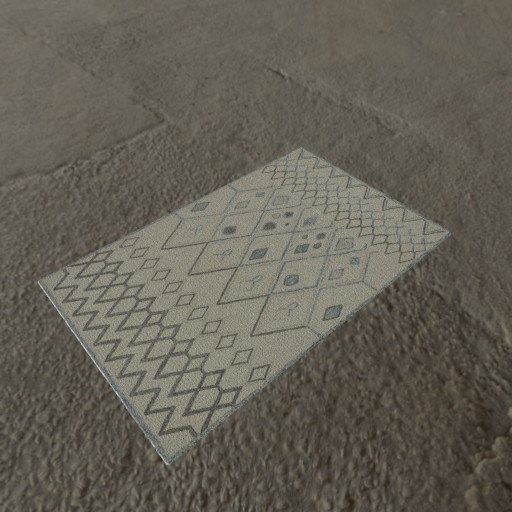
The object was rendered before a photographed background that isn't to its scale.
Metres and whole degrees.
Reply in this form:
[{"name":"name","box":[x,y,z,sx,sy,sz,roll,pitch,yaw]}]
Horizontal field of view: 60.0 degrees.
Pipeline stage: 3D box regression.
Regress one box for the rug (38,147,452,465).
[{"name":"rug","box":[0.000,0.000,3.038,2.439,0.015,1.524,-32,54,-27]}]
